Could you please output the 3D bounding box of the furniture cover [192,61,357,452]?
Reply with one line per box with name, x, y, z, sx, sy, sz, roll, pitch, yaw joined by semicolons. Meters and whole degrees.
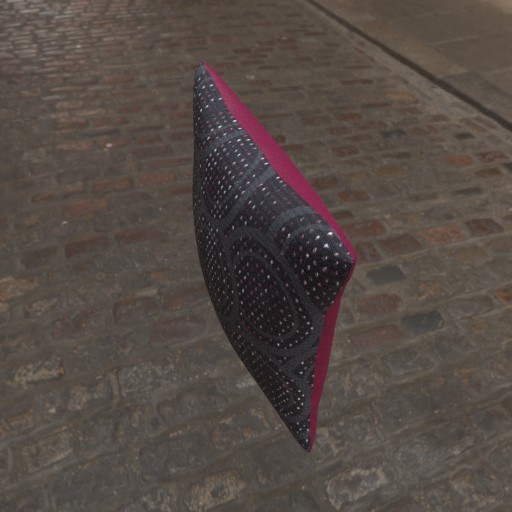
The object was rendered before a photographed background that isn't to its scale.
furniture cover;0.000;0.000;0.812;0.193;0.509;0.552;-16;47;-15
